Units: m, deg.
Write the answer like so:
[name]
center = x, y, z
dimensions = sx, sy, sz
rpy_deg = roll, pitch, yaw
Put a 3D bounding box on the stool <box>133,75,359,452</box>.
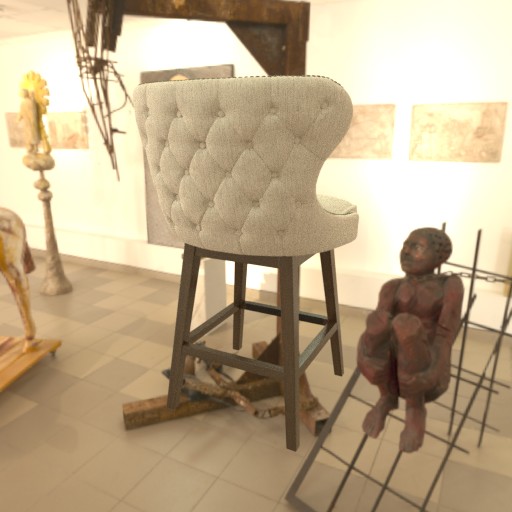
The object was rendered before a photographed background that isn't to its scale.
[stool]
center = 0.000, 0.000, 1.355
dimensions = 0.615, 0.972, 0.597
rpy_deg = 8, 18, 26
